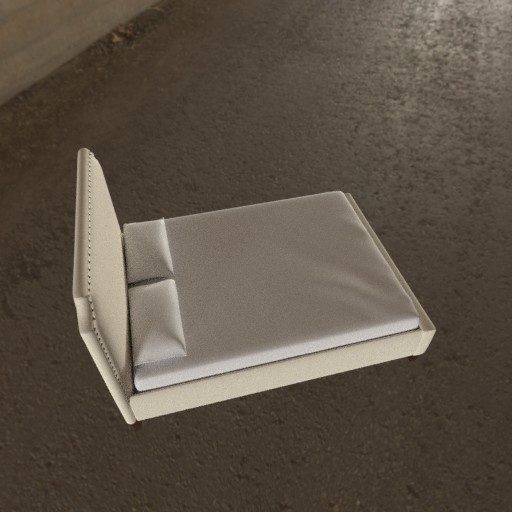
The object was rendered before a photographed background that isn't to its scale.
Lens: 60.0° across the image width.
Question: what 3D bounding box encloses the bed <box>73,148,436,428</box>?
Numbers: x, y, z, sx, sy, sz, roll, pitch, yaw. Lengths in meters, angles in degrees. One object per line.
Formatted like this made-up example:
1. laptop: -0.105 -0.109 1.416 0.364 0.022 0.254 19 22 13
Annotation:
1. bed: 0.000 0.000 3.477 2.372 1.443 1.712 -11 48 -10
